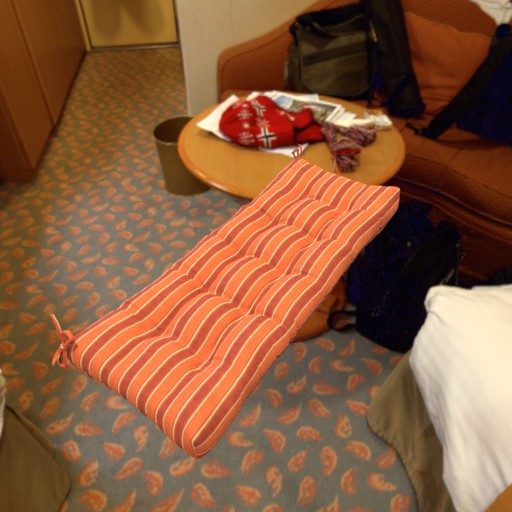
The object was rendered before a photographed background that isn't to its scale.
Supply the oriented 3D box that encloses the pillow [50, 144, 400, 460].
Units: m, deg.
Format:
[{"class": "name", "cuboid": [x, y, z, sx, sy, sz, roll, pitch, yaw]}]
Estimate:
[{"class": "pillow", "cuboid": [0.000, 0.000, 1.358, 0.511, 0.174, 1.194, 25, 48, 25]}]
